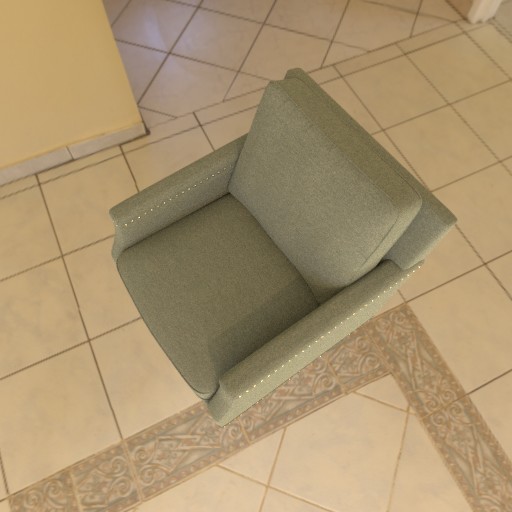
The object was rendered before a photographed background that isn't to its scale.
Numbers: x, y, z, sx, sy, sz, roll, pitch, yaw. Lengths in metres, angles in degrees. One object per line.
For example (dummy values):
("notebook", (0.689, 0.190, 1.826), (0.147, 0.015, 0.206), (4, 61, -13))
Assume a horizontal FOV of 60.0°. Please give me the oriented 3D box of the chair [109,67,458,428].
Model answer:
("chair", (0.000, 0.000, 1.822), (1.031, 1.031, 0.885), (-32, 69, -14))
